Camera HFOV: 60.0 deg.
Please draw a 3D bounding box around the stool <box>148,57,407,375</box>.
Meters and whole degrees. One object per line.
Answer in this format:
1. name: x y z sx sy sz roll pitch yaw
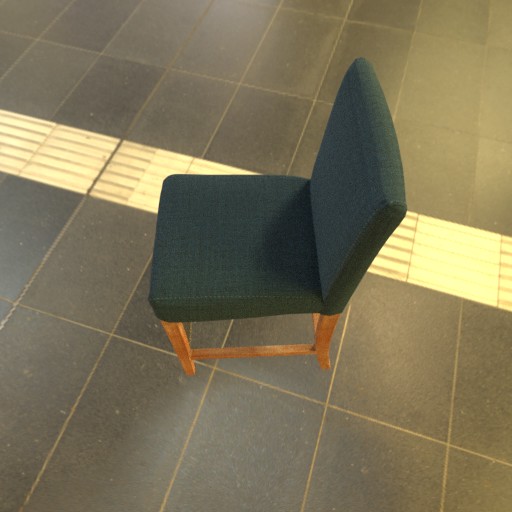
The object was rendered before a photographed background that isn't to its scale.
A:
1. stool: 0.000 0.000 1.335 0.567 1.039 0.454 -1 60 -1
